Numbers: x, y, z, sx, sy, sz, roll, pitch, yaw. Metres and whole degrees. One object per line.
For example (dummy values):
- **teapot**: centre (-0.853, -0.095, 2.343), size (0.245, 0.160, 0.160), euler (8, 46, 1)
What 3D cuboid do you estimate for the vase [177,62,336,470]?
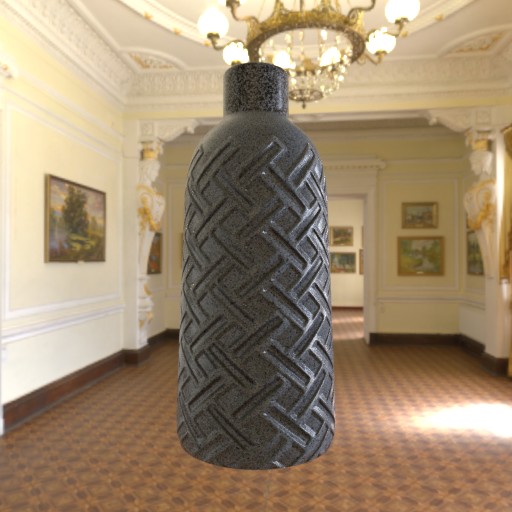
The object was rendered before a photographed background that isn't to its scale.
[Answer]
- **vase**: centre (0.000, 0.000, 0.346), size (0.122, 0.282, 0.122), euler (0, -1, 0)
